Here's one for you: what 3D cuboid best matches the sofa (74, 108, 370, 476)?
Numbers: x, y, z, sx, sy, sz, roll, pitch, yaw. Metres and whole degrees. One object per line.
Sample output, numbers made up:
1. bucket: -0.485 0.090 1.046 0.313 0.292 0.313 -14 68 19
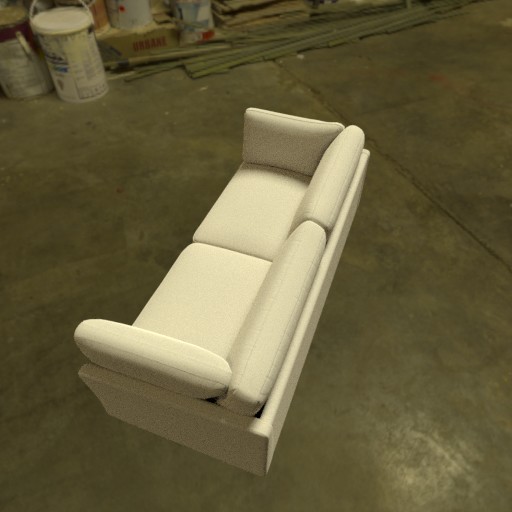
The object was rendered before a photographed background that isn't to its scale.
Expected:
1. sofa: 0.000 0.000 2.798 0.957 0.863 2.301 16 49 14
